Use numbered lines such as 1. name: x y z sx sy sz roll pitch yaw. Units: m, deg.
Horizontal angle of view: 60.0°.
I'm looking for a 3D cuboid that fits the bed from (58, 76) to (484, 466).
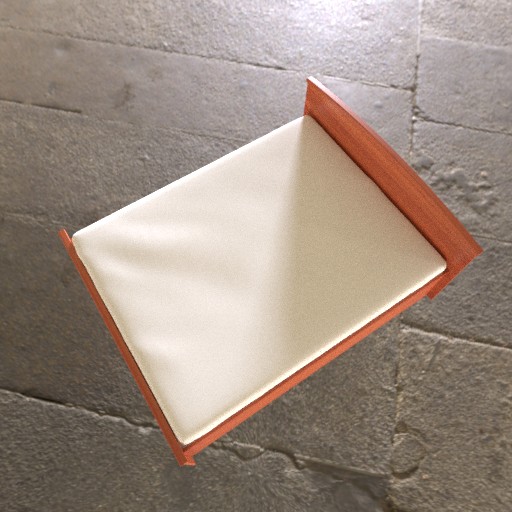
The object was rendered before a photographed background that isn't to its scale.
1. bed: 0.000 0.000 2.949 2.053 0.848 1.683 -30 68 -14
